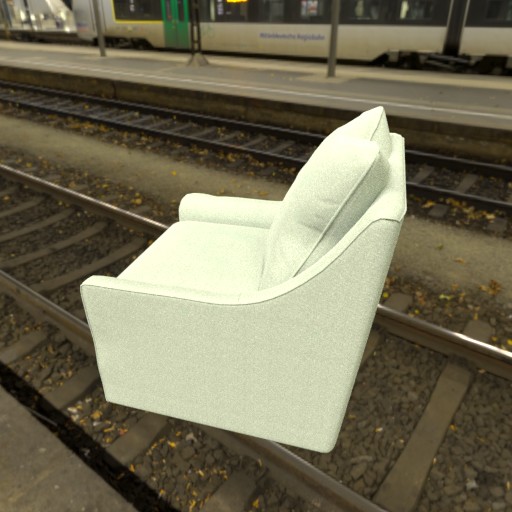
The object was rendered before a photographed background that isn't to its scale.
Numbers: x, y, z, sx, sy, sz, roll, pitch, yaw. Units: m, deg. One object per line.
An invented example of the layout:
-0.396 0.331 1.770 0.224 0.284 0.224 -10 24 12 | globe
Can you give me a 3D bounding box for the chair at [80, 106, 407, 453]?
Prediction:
0.000 0.000 1.518 0.870 0.926 0.760 8 30 14 | chair
